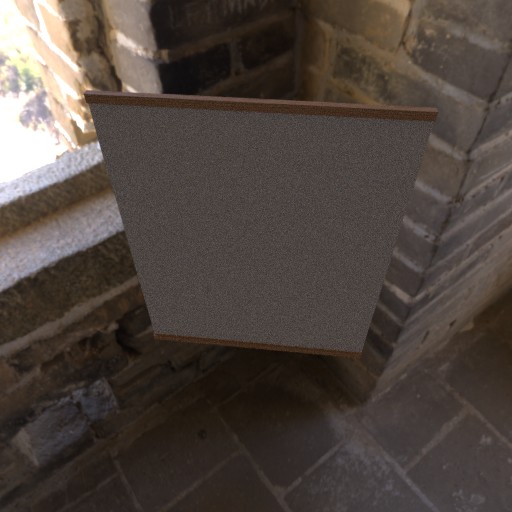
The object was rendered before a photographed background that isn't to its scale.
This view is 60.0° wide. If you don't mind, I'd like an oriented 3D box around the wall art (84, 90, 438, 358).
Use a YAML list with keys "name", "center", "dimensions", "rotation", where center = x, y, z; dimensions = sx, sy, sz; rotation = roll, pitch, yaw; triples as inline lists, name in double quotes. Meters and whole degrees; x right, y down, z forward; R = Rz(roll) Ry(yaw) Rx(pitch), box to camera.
- name: "wall art"
  center: [0.000, 0.000, 0.687]
  dimensions: [0.404, 0.507, 0.010]
  rotation: [4, 46, 4]
